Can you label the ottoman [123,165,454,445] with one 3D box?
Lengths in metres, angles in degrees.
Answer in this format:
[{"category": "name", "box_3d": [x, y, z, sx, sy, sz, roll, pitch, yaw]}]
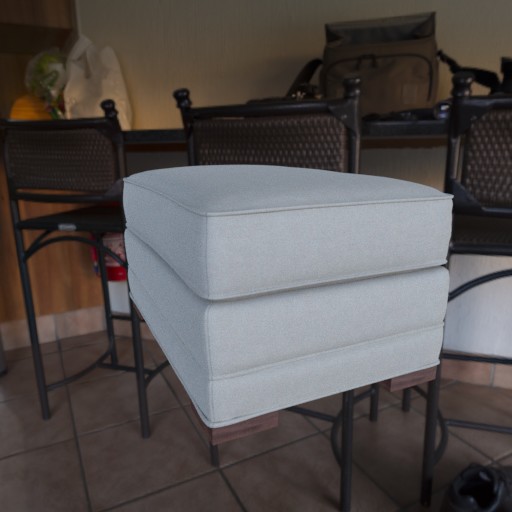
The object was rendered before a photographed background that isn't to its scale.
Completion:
[{"category": "ottoman", "box_3d": [0.000, 0.000, 1.237, 0.611, 0.482, 0.848, -7, 16, -24]}]
